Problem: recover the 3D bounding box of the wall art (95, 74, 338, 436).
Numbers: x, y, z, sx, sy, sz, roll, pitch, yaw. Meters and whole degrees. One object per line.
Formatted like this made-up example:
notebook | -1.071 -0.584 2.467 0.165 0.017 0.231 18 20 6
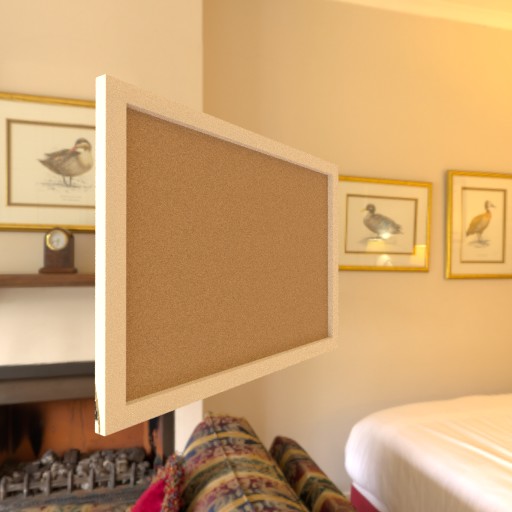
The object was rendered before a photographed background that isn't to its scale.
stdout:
wall art | 0.000 0.000 1.412 0.038 0.767 1.144 0 0 36
